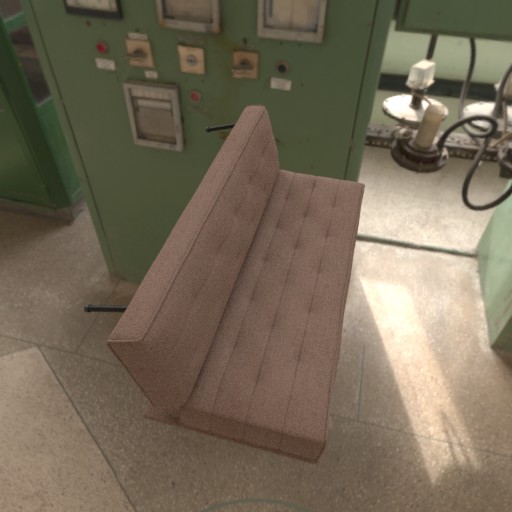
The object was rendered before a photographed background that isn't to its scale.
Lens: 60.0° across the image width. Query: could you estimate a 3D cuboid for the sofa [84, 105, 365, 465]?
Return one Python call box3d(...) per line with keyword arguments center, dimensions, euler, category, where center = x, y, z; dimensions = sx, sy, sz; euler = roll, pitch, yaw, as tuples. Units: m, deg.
box3d(center=(0.000, 0.000, 2.375), dimensions=(1.038, 0.810, 1.820), euler=(11, 47, 10), category="sofa")
